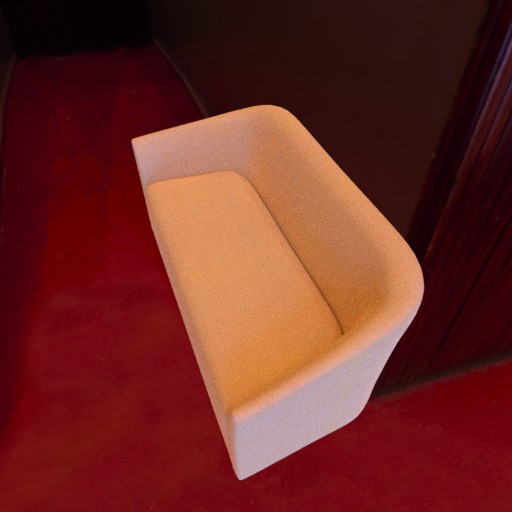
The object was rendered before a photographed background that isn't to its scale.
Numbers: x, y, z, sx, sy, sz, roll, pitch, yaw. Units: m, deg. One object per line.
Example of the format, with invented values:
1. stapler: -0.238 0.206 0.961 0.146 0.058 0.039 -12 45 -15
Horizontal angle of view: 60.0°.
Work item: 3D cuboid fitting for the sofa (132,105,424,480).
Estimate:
1. sofa: 0.000 0.000 1.849 0.705 0.721 1.452 -16 48 -15
